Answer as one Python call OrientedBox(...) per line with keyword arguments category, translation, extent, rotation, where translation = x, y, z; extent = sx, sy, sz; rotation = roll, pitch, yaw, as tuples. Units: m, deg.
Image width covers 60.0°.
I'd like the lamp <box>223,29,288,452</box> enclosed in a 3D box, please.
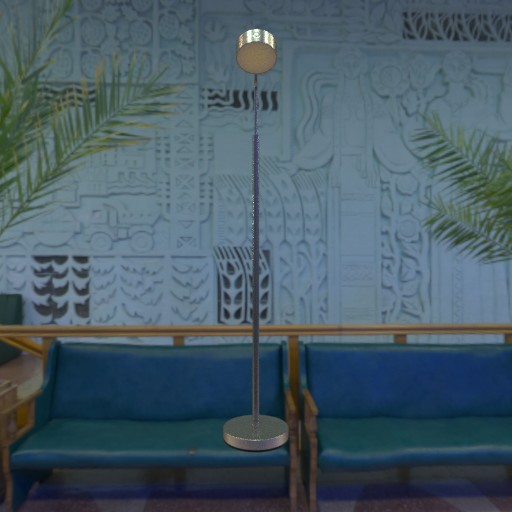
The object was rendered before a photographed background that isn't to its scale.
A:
OrientedBox(category="lamp", translation=(0.000, 0.000, 1.416), extent=(0.222, 1.250, 0.421), rotation=(0, 0, 0))
